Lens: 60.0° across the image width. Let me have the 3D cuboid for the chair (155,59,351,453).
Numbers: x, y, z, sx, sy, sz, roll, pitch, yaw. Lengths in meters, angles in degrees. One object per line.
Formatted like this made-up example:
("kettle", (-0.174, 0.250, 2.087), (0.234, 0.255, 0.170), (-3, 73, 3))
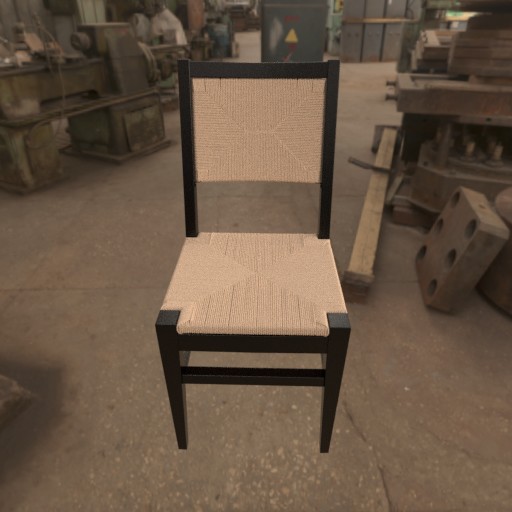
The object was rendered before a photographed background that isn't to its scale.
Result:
("chair", (0.000, 0.000, 1.199), (0.437, 0.927, 0.552), (1, 30, 1))
